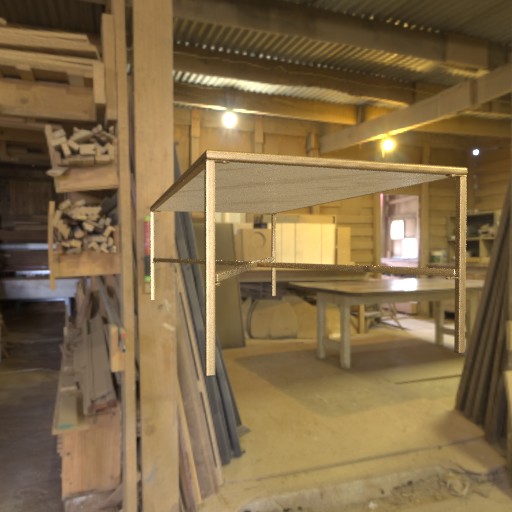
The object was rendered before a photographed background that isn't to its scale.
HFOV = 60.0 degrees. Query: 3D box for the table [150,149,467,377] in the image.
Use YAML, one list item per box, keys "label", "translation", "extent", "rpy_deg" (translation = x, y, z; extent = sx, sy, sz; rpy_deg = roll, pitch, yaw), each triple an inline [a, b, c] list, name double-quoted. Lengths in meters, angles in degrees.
- label: "table"
  translation: [0.000, 0.000, 1.446]
  extent: [0.577, 0.405, 1.197]
  rpy_deg: [0, 1, -18]
